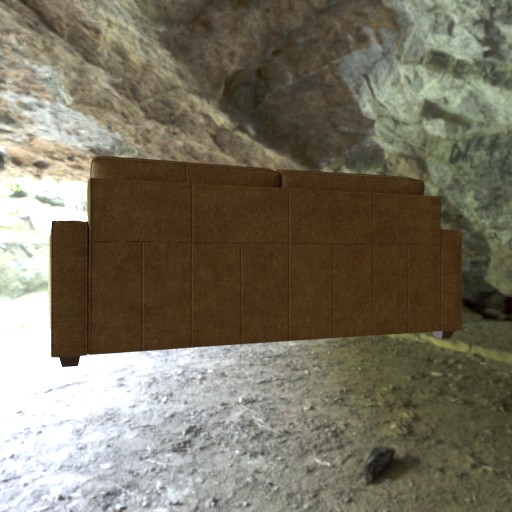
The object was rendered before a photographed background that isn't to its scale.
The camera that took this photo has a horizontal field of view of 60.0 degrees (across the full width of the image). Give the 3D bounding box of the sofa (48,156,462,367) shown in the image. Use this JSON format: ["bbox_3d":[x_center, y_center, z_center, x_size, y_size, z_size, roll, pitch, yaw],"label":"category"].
[{"bbox_3d":[0.000,0.000,2.594,2.156,0.928,0.991,0,0,-19],"label":"sofa"}]
